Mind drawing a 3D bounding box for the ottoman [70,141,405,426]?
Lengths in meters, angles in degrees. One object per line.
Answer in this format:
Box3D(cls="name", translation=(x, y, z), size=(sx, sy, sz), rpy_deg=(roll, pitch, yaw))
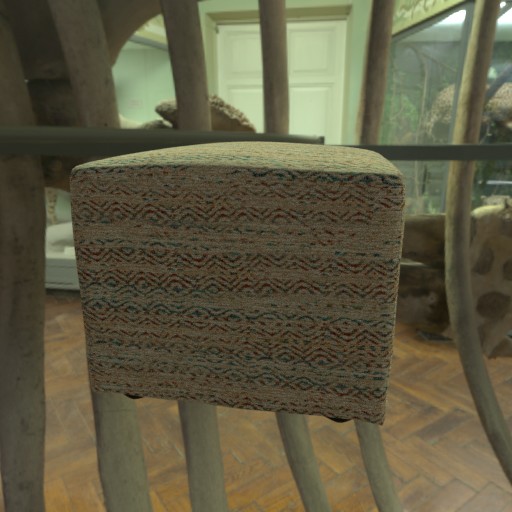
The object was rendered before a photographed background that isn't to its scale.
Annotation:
Box3D(cls="ottoman", translation=(0.000, 0.000, 0.920), size=(0.512, 0.453, 0.521), rpy_deg=(3, 17, 10))
